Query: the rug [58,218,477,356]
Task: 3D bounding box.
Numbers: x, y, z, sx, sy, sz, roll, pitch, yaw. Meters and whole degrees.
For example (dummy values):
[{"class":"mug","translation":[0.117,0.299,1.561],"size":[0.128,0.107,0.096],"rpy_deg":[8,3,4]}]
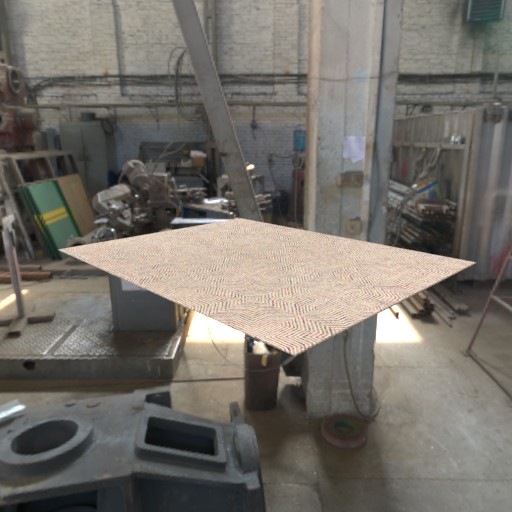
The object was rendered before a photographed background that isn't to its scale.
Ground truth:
[{"class":"rug","translation":[0.000,0.000,4.115],"size":[2.442,0.008,3.046],"rpy_deg":[-14,21,-43]}]
